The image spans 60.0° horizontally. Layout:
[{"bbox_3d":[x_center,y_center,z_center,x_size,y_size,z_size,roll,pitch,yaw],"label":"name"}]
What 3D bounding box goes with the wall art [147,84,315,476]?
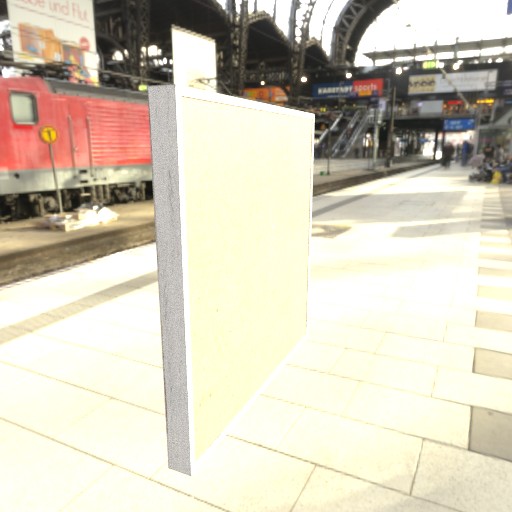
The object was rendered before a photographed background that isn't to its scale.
[{"bbox_3d":[0.000,0.000,0.781,0.038,0.508,0.508,6,15,24],"label":"wall art"}]
